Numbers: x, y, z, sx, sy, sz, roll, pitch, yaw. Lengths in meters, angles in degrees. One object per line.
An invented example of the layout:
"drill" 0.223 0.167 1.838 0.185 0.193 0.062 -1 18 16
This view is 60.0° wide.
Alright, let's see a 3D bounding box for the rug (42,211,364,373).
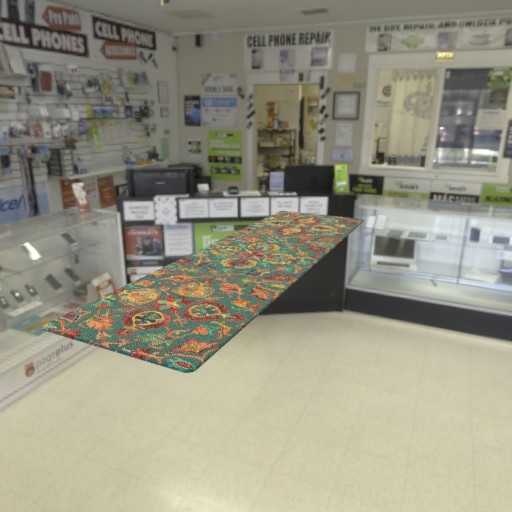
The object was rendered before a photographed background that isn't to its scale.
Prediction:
"rug" 0.000 0.000 2.490 0.686 0.013 2.286 9 20 25
